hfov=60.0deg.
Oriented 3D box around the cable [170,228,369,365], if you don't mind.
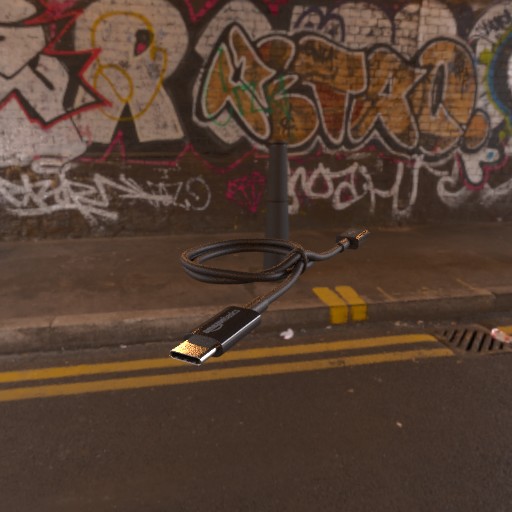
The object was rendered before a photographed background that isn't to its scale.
[{"bbox_3d":[0.000,0.000,0.219,0.070,0.014,0.192,8,17,26],"label":"cable"}]
